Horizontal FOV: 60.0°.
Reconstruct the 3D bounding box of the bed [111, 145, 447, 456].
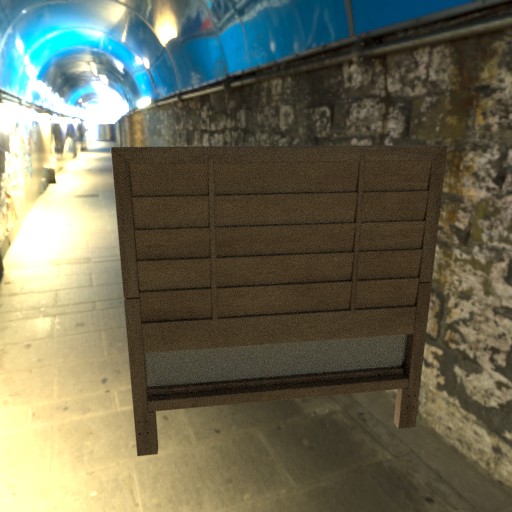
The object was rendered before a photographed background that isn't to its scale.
[{"bbox_3d":[0.000,0.000,3.257,1.615,1.631,2.017,-2,16,-8],"label":"bed"}]
